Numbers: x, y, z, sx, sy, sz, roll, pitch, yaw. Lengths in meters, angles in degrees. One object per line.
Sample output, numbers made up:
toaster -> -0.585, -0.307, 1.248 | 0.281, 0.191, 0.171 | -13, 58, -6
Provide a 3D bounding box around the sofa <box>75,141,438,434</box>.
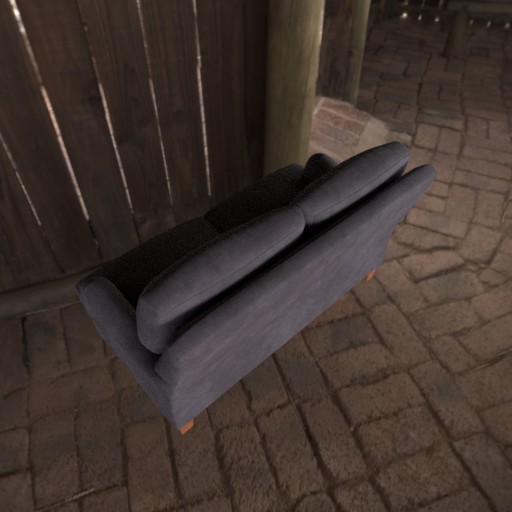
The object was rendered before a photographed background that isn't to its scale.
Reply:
sofa -> 0.000, 0.000, 2.606 | 1.853, 1.101, 1.084 | -33, 53, -29
